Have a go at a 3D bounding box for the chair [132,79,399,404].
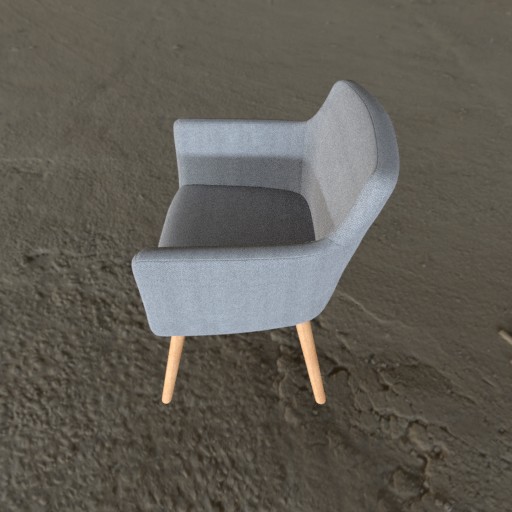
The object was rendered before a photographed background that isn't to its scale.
[{"bbox_3d":[0.000,0.000,1.148,0.540,0.780,0.570,0,43,0],"label":"chair"}]
